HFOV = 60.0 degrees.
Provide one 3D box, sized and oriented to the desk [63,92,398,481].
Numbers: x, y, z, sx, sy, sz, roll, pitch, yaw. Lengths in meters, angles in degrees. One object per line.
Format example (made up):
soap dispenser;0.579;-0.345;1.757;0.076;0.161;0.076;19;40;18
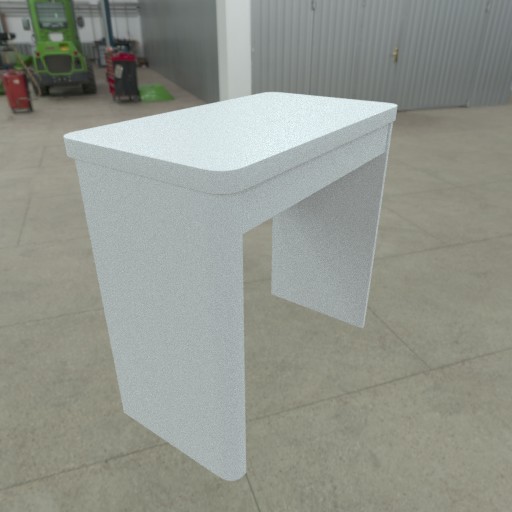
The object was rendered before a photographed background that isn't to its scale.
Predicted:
desk;0.000;0.000;1.251;0.446;0.760;0.790;18;33;31
